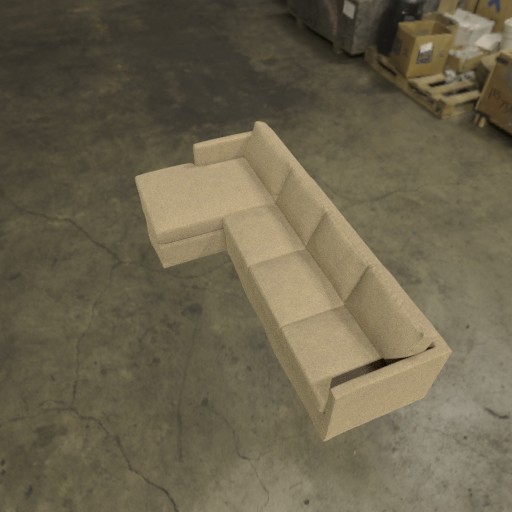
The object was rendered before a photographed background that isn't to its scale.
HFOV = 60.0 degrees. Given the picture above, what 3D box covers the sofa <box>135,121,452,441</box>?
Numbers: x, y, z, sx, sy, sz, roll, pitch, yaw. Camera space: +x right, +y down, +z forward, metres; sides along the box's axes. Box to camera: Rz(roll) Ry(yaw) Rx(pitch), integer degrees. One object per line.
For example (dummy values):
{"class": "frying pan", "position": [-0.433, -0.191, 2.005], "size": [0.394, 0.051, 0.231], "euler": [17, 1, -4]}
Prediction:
{"class": "sofa", "position": [0.000, 0.000, 4.039], "size": [1.638, 0.920, 3.198], "euler": [-16, 49, -15]}
